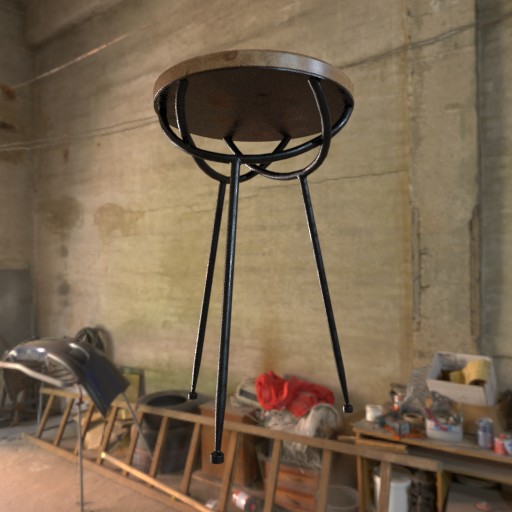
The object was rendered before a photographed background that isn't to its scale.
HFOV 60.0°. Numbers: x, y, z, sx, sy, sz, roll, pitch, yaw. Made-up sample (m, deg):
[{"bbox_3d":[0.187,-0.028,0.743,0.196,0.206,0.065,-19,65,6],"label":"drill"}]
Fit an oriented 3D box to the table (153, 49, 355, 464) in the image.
[{"bbox_3d":[0.000,0.000,0.911,0.418,0.664,0.414,0,-2,-1],"label":"table"}]
